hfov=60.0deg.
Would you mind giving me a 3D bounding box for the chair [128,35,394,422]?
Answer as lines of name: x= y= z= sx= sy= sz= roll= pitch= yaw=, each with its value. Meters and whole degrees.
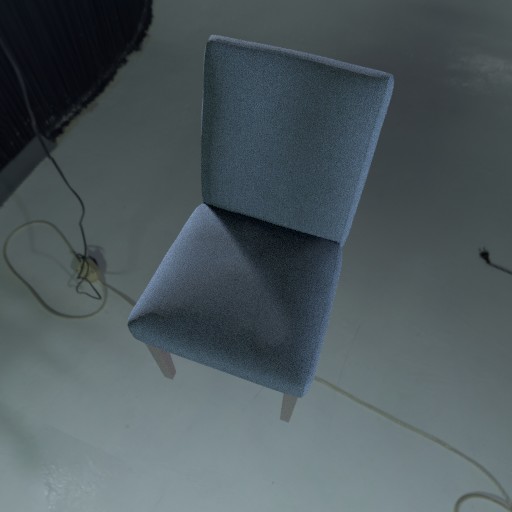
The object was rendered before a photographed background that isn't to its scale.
chair: x=0.000 y=0.000 z=1.225 sx=0.487 sy=0.882 sz=0.629 roll=17 pitch=60 yaw=10
